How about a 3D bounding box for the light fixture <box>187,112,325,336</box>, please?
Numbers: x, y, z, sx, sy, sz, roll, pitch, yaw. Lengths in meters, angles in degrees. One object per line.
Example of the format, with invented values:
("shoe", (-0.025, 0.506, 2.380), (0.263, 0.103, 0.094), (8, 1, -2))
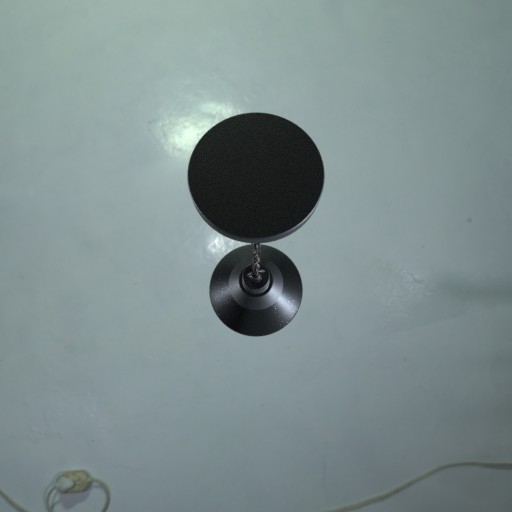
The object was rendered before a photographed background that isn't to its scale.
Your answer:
("light fixture", (0.000, 0.000, 0.671), (0.201, 0.588, 0.201), (-16, 76, -4))
